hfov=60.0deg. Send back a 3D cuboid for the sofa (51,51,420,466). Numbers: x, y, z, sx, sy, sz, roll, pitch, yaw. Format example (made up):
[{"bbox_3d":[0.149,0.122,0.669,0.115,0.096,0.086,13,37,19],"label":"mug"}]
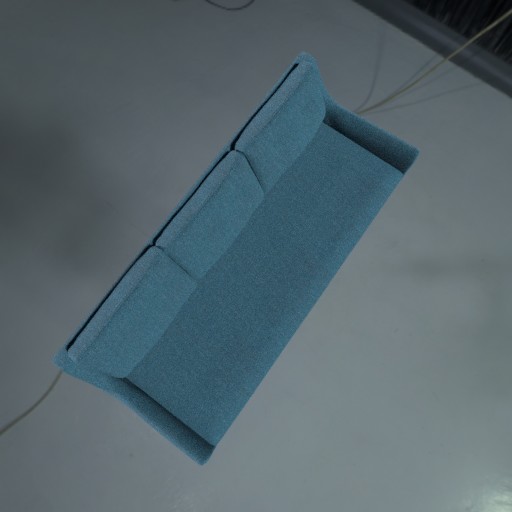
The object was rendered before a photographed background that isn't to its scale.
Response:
[{"bbox_3d":[0.000,0.000,2.474,0.849,0.837,2.060,35,79,8],"label":"sofa"}]
